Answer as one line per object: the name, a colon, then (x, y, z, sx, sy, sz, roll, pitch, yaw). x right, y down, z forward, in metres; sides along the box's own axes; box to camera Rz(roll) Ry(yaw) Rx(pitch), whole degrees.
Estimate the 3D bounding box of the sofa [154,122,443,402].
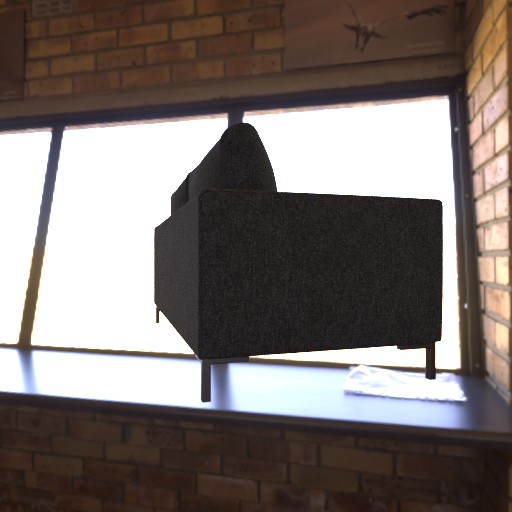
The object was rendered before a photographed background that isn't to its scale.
sofa: (0.000, 0.000, 2.199, 0.866, 0.862, 1.716, 0, 0, -17)
